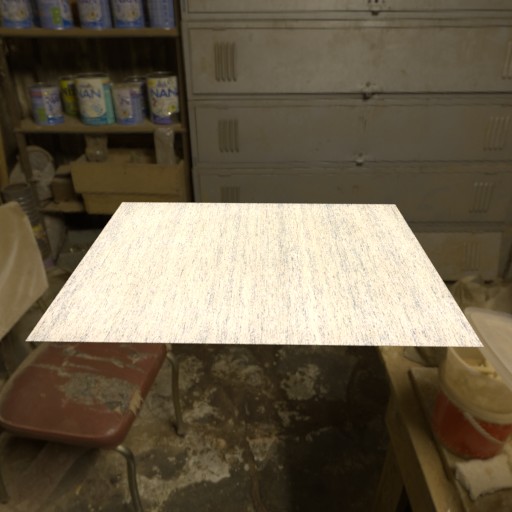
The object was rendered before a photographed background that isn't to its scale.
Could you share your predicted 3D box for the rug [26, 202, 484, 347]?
[{"bbox_3d":[0.000,0.000,4.145,3.197,0.006,2.438,1,30,1],"label":"rug"}]
